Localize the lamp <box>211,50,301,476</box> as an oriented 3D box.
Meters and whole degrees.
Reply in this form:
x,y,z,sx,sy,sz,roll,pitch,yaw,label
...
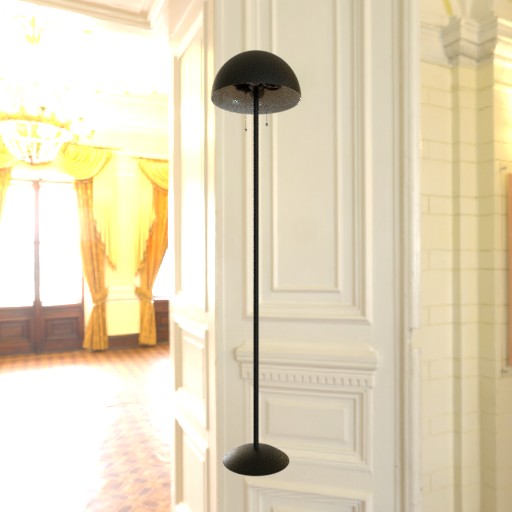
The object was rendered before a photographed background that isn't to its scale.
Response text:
x,y,z,sx,sy,sz,roll,pitch,yaw,label
0.000,0.000,1.610,0.328,1.480,0.328,0,0,19,lamp
